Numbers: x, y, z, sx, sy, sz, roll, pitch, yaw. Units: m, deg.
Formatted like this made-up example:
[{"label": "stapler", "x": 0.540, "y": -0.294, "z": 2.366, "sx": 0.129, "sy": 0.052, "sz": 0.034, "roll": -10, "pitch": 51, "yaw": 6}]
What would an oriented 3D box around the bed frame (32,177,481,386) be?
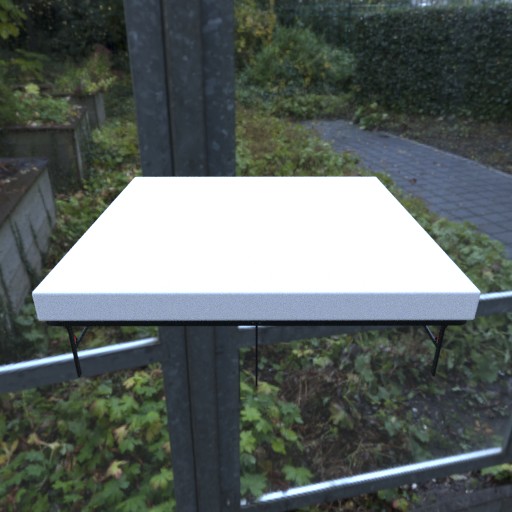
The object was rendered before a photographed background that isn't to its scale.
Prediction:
[{"label": "bed frame", "x": 0.000, "y": 0.000, "z": 2.991, "sx": 2.032, "sy": 0.559, "sz": 1.930, "roll": 0, "pitch": 26, "yaw": 0}]
